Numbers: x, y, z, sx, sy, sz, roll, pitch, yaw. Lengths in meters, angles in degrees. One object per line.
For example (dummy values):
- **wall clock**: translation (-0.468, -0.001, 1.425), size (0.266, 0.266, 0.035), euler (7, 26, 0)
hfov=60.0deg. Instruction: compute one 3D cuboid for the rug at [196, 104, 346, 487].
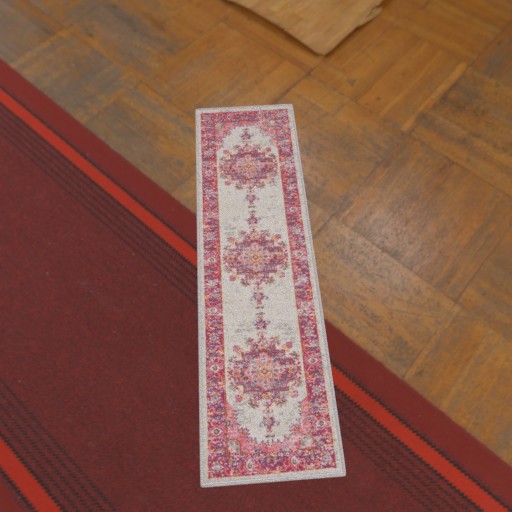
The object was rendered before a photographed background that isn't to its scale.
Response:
- **rug**: translation (0.000, 0.000, 2.519), size (0.666, 0.011, 2.294), euler (-4, 63, -2)
